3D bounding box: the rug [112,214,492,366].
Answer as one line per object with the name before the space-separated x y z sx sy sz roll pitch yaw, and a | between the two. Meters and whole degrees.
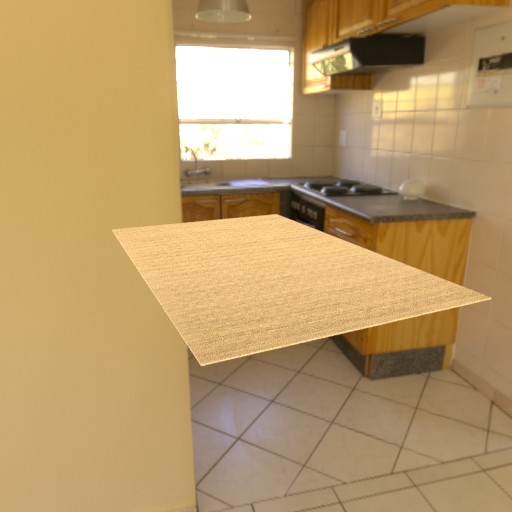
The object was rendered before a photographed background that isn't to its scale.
rug | 0.000 0.000 2.198 1.142 0.006 1.752 -8 18 -24
